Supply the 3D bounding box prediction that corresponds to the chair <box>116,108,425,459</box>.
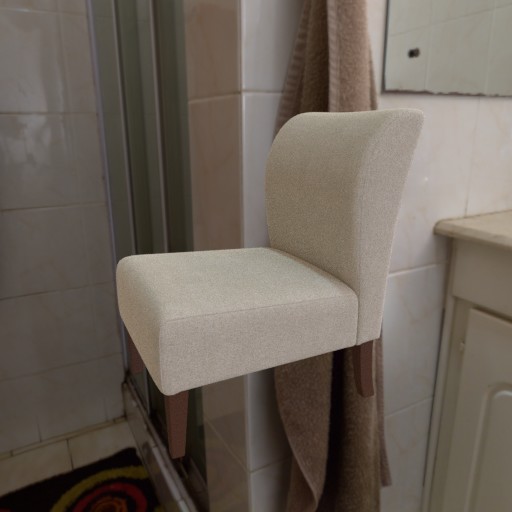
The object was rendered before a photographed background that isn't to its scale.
[{"bbox_3d":[0.000,0.000,1.319,0.754,0.833,0.521,-8,18,-26],"label":"chair"}]
